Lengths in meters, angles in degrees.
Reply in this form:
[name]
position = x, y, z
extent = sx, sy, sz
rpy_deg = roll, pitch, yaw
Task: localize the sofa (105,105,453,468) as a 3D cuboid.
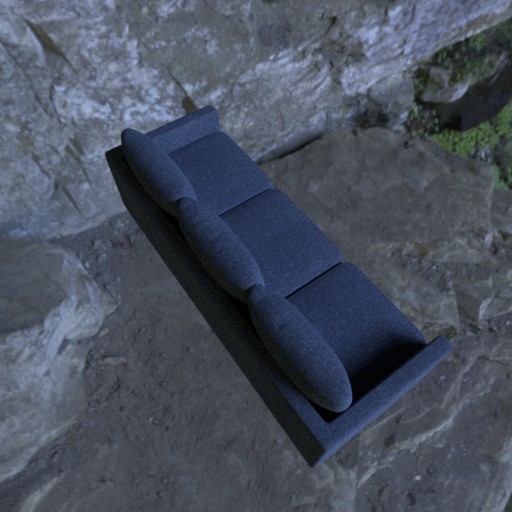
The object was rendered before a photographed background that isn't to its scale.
[sofa]
position = 0.000, 0.000, 2.701
extent = 0.859, 0.874, 2.218
rpy_deg = -31, 62, -18
